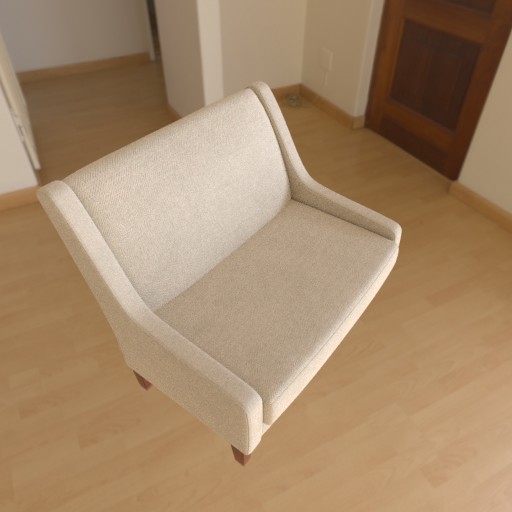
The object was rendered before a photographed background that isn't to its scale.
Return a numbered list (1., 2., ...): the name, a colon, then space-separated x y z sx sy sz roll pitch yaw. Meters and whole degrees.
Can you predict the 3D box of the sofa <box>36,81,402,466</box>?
1. sofa: 0.000 0.000 1.919 0.946 0.976 1.212 27 48 27
